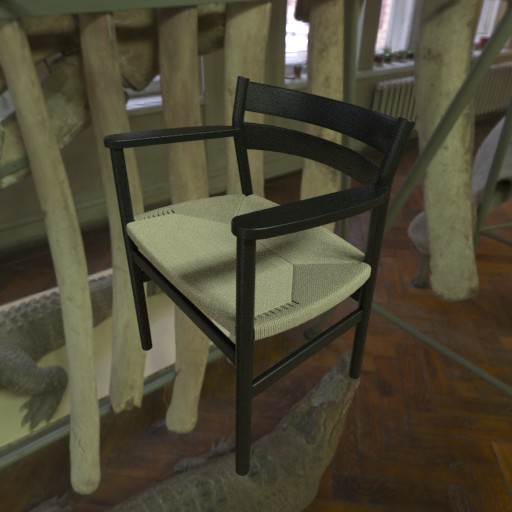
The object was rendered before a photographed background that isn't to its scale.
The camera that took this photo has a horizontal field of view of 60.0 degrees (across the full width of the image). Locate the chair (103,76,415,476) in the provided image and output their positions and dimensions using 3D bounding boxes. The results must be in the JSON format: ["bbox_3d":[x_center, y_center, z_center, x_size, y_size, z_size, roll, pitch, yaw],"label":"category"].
[{"bbox_3d":[0.000,0.000,1.152,0.508,0.775,0.630,-22,38,-31],"label":"chair"}]
